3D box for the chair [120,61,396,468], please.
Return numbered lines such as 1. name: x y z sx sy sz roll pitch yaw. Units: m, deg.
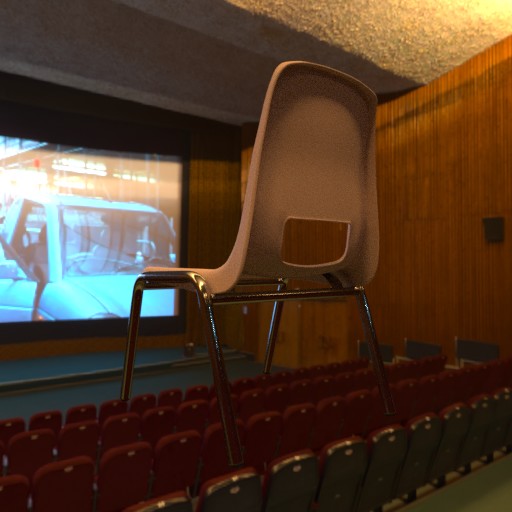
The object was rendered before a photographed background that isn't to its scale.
1. chair: 0.000 0.000 0.784 0.354 0.537 0.385 1 -1 -37
